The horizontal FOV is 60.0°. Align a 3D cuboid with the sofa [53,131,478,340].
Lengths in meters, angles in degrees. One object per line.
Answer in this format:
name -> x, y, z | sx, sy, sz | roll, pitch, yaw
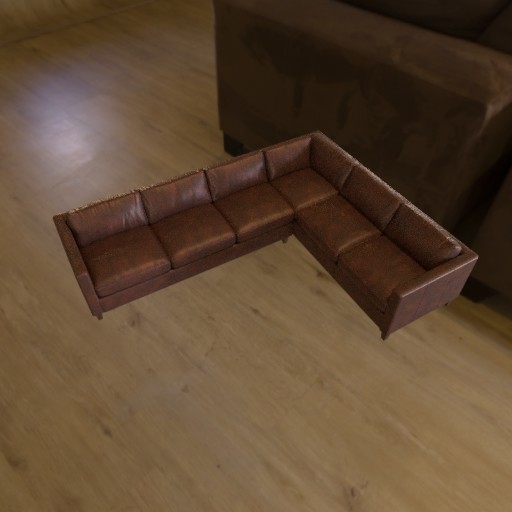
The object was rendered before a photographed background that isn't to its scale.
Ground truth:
sofa -> 0.000, 0.000, 4.287 | 3.152, 0.836, 2.438 | -23, 50, -20
